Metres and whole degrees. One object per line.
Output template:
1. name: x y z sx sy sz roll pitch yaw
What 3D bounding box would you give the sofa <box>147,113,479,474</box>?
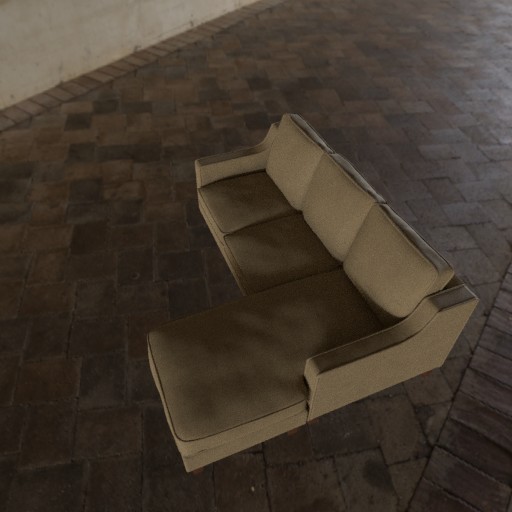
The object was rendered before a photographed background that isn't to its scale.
1. sofa: 0.000 0.000 3.263 1.858 1.066 2.317 -16 47 -16
